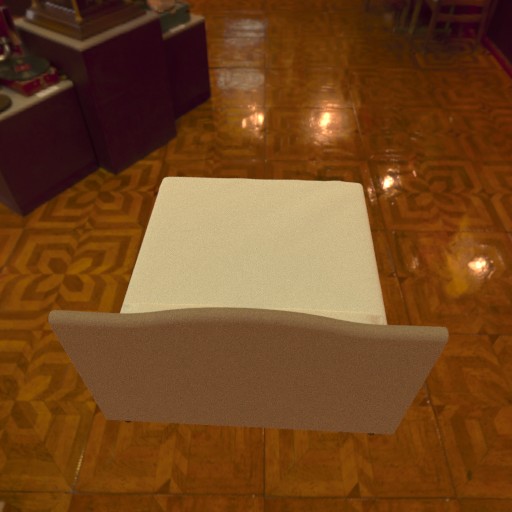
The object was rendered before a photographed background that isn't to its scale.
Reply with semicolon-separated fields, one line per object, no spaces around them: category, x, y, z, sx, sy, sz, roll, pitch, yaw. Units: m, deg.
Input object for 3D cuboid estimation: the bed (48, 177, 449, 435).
bed;0.000;0.000;3.453;2.083;1.421;2.182;2;47;2
